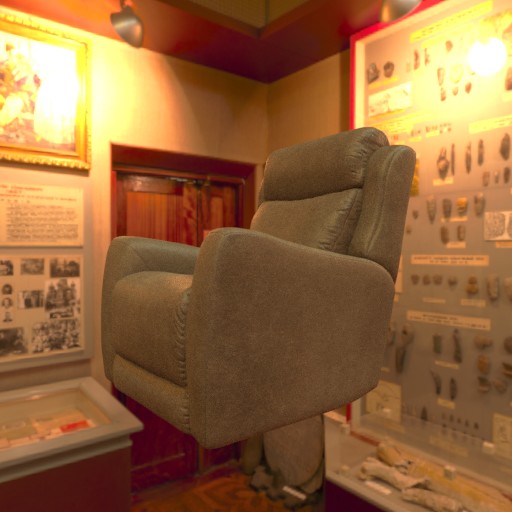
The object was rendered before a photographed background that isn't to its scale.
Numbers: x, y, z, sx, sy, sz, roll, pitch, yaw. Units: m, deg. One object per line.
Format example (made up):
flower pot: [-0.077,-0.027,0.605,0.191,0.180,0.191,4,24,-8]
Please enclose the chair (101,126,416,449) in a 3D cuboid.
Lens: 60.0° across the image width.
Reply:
chair: [0.000,0.000,1.901,1.068,1.116,0.965,-1,1,-37]
